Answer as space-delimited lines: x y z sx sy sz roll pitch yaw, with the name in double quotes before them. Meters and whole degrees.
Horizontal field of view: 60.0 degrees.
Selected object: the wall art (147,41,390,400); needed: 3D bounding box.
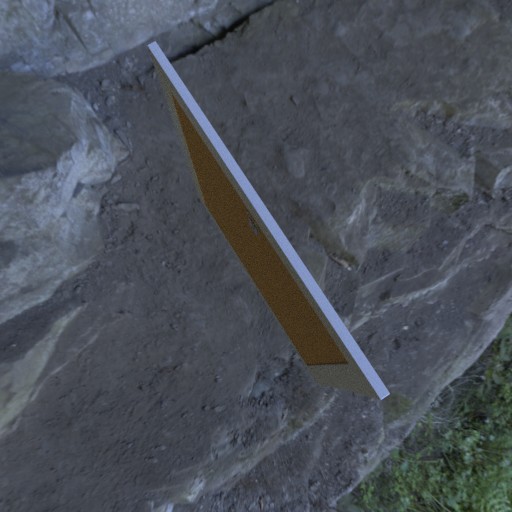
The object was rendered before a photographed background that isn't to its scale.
"wall art" 0.000 0.000 0.857 0.015 0.577 0.572 -31 78 -7
